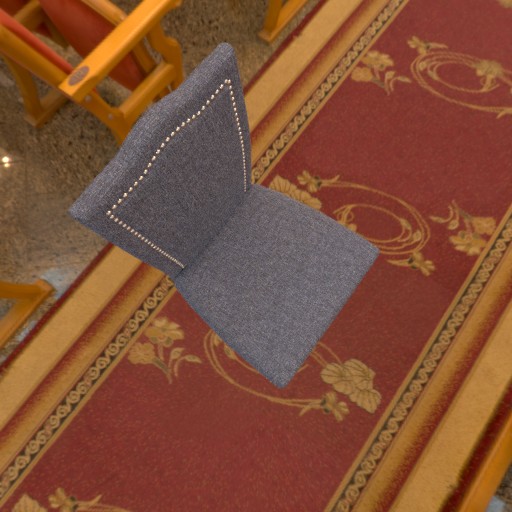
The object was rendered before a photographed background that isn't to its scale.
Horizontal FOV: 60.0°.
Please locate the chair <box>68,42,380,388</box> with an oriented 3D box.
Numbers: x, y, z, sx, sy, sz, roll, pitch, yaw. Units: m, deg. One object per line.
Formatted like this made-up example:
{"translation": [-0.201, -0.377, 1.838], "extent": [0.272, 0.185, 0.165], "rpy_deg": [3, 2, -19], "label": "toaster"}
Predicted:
{"translation": [0.000, 0.000, 1.292], "extent": [0.589, 0.946, 0.518], "rpy_deg": [36, 78, 9], "label": "chair"}
